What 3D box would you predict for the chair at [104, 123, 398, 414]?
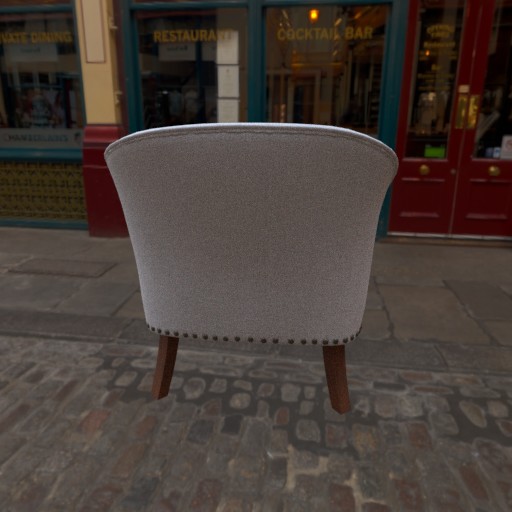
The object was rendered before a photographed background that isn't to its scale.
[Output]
[{"bbox_3d":[0.000,0.000,1.437,0.798,0.815,0.704,2,16,8],"label":"chair"}]
